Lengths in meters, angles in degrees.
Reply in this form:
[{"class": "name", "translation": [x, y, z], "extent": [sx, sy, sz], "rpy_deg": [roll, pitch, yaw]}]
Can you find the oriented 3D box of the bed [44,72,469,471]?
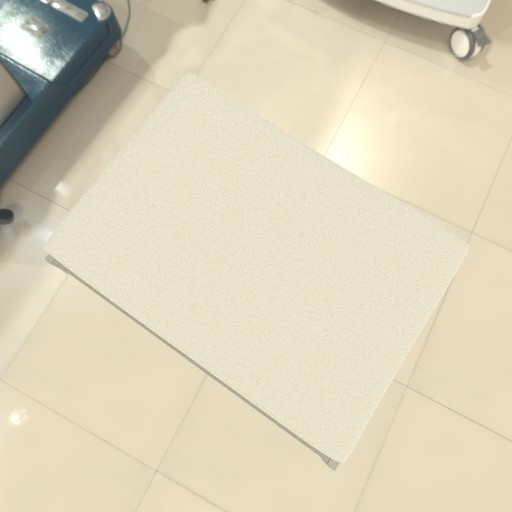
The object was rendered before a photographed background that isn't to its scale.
[{"class": "bed", "translation": [0.000, 0.000, 2.588], "extent": [1.985, 0.510, 1.460], "rpy_deg": [34, 78, 8]}]
